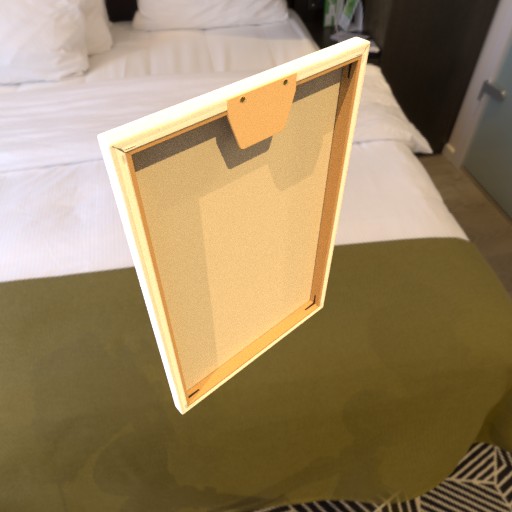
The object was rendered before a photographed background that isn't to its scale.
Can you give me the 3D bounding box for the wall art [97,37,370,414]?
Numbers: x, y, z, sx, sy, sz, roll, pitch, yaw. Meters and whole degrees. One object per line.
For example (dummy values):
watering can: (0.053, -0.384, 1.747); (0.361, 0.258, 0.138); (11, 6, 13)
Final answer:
wall art: (0.000, 0.000, 1.116); (0.602, 0.902, 0.048); (-32, 54, -27)
